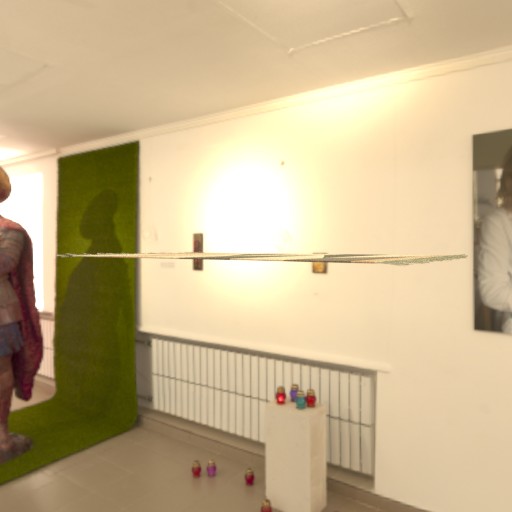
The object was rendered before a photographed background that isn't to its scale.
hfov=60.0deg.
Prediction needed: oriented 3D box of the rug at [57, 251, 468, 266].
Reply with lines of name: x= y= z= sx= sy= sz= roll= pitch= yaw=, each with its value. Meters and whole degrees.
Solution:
rug: x=0.000 y=0.000 z=2.512 sx=2.021 sy=0.027 sz=1.224 roll=1 pitch=2 yaw=35
